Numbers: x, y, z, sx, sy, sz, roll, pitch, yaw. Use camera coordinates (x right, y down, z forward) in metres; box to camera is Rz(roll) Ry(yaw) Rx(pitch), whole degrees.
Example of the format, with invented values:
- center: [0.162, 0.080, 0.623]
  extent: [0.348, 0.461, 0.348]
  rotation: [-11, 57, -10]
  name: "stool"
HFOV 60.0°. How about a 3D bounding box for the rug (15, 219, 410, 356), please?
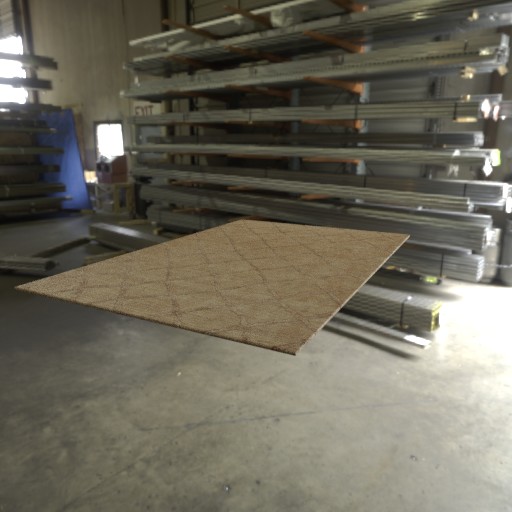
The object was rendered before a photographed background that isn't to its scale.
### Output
- center: [0.000, 0.000, 2.855]
  extent: [1.528, 0.014, 2.292]
  rotation: [7, 16, 27]
  name: "rug"
